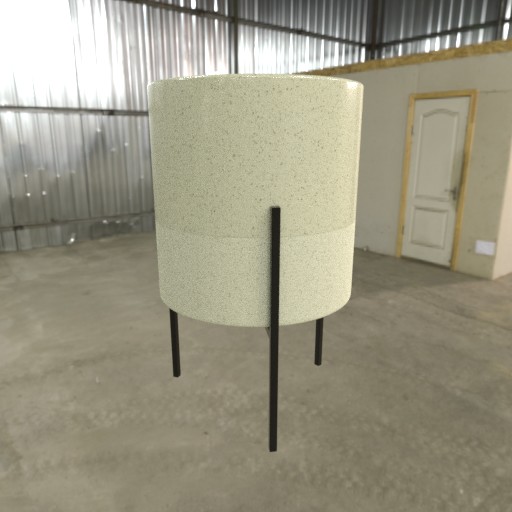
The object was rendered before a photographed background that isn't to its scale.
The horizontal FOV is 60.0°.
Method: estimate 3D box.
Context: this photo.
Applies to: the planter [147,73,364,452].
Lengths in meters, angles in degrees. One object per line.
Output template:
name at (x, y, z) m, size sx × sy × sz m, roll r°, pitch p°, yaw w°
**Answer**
planter at (0.000, 0.000, 0.540) m, size 0.234 × 0.390 × 0.243 m, roll -2°, pitch 16°, yaw -8°
